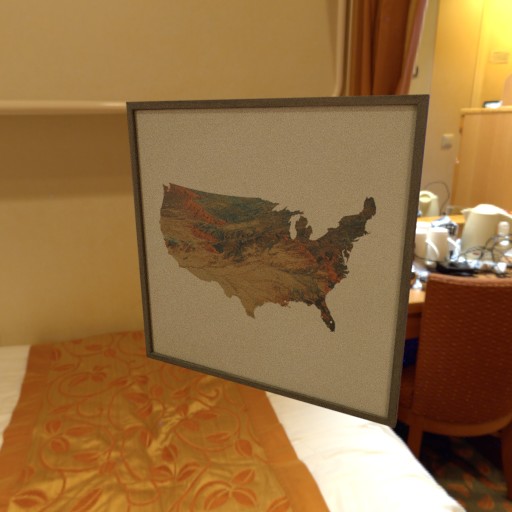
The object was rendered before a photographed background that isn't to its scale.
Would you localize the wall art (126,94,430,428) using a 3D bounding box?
[{"bbox_3d":[0.000,0.000,0.757,0.508,0.507,0.016,8,19,25],"label":"wall art"}]
